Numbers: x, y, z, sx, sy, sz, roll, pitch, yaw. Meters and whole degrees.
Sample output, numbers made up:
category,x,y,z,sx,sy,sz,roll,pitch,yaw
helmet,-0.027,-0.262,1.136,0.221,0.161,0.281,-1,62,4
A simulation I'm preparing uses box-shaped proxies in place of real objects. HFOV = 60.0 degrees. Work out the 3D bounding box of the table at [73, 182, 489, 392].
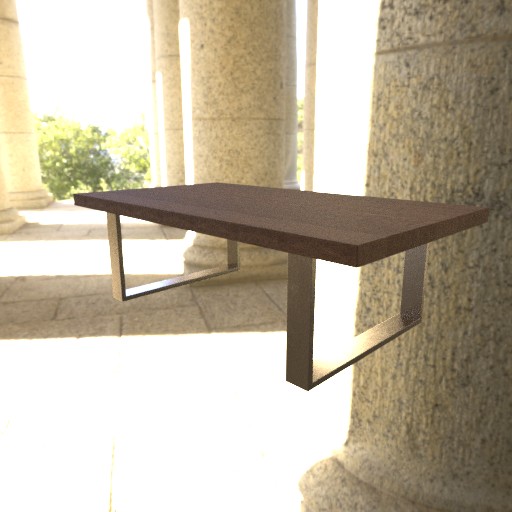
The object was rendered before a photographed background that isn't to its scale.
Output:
category,x,y,z,sx,sy,sz,roll,pitch,yaw
table,0.000,0.000,1.734,1.400,0.440,0.800,14,20,43
